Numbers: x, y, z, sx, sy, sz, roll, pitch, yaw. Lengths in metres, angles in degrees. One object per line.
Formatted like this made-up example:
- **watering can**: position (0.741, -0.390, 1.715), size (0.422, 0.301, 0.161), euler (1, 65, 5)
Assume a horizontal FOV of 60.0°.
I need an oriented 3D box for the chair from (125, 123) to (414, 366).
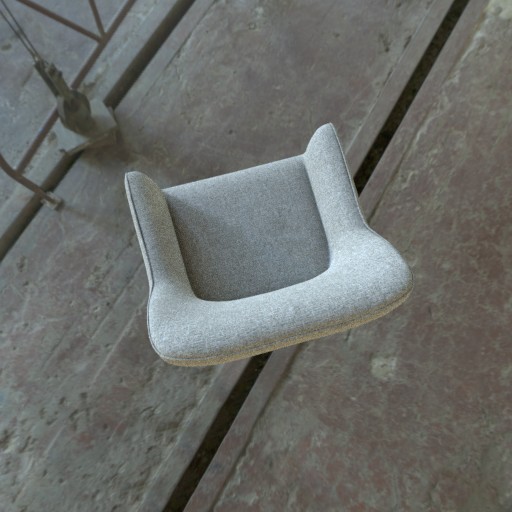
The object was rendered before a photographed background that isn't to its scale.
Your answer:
- **chair**: position (0.000, 0.000, 1.182), size (0.543, 0.803, 0.519), euler (-15, 76, -4)
